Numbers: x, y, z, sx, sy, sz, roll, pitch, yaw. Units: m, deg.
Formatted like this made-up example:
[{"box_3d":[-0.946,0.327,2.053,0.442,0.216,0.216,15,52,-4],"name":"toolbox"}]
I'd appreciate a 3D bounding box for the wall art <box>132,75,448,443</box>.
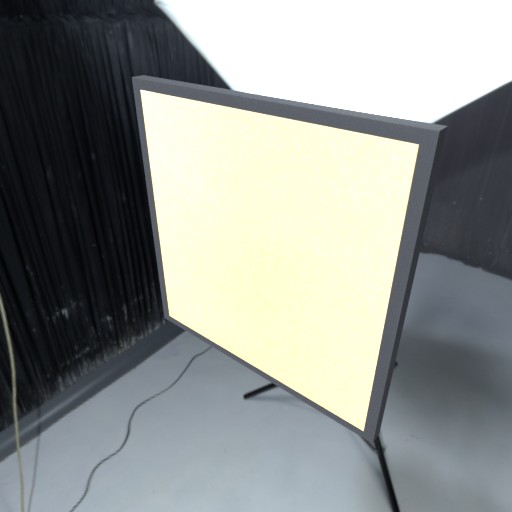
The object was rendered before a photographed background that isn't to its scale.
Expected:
[{"box_3d":[0.000,0.000,1.100,0.762,0.760,0.037,23,38,33],"name":"wall art"}]
